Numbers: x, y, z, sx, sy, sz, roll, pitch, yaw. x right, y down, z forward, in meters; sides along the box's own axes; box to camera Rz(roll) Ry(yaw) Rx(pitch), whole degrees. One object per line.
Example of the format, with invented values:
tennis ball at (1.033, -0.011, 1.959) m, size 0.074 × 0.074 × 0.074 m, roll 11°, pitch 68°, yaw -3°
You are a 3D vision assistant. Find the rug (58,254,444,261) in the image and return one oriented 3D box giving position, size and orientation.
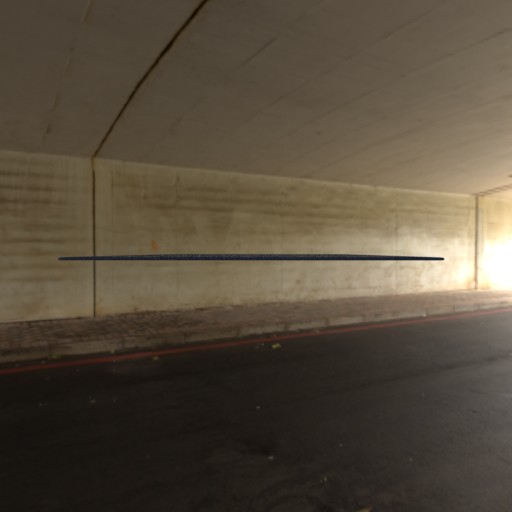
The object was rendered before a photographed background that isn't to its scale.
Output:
rug at (0.000, 0.000, 2.302) m, size 1.219 × 0.010 × 1.829 m, roll 0°, pitch 1°, yaw 1°
